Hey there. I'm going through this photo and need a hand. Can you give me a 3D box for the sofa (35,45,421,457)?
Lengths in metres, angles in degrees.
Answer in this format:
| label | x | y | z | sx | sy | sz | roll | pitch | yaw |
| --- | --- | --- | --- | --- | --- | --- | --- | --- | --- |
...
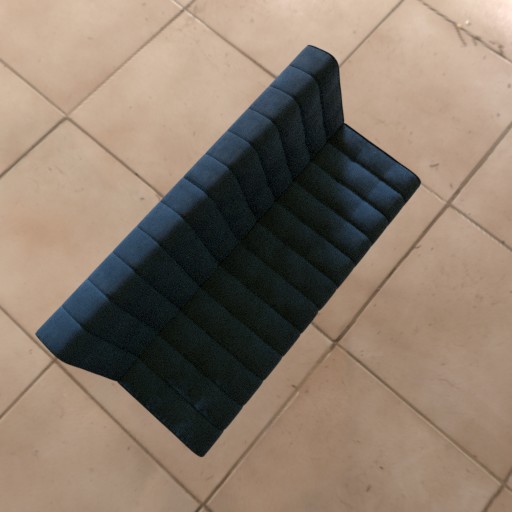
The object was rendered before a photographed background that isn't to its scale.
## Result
| label | x | y | z | sx | sy | sz | roll | pitch | yaw |
| --- | --- | --- | --- | --- | --- | --- | --- | --- | --- |
| sofa | 0.000 | 0.000 | 2.263 | 0.855 | 0.813 | 1.804 | 39 | 79 | 9 |
